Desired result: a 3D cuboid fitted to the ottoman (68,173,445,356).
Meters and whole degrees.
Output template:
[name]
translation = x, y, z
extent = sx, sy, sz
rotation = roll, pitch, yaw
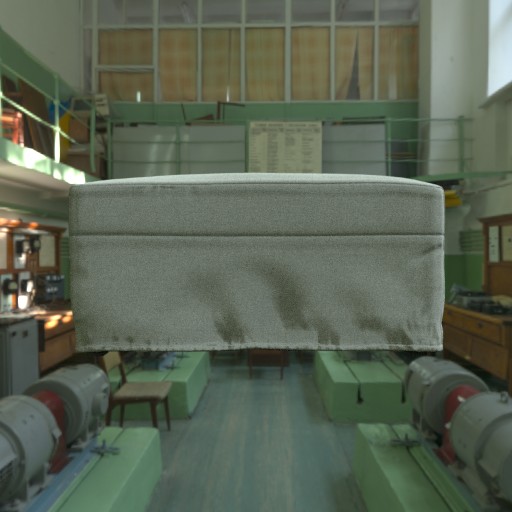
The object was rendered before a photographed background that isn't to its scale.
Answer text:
[ottoman]
translation = 0.000, 0.000, 1.363
extent = 0.840, 0.436, 0.843
rotation = 0, 1, 0
